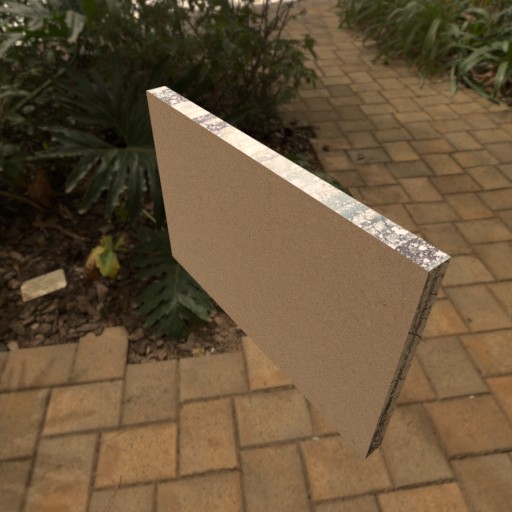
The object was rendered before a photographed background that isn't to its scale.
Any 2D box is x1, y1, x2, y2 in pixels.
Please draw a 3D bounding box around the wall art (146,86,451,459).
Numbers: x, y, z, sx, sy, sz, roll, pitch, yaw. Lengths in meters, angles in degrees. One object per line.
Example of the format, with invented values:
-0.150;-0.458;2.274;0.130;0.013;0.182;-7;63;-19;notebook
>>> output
0.000;0.000;0.762;0.042;0.398;0.618;-26;47;-27;wall art
